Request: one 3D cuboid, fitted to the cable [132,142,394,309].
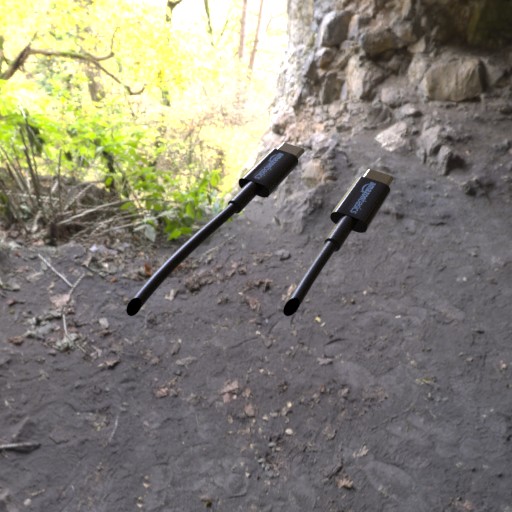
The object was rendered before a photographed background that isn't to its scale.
[{"bbox_3d":[0.000,0.000,0.111,0.041,0.005,0.098,23,50,21],"label":"cable"}]
